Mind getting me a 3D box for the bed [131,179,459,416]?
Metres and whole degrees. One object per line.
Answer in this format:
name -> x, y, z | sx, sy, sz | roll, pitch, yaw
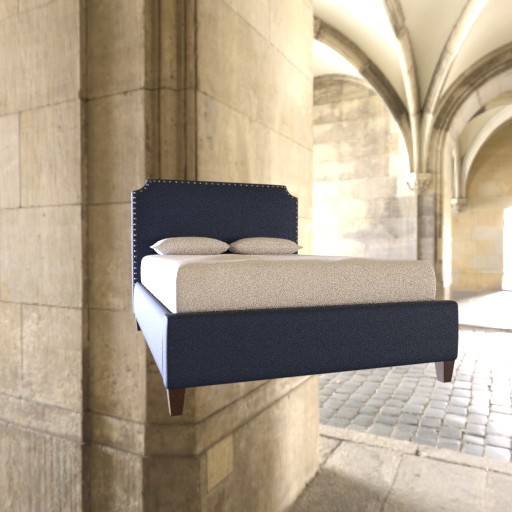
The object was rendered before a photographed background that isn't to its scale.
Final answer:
bed -> 0.000, 0.000, 3.400 | 1.712, 1.443, 2.372 | 0, 1, -19
